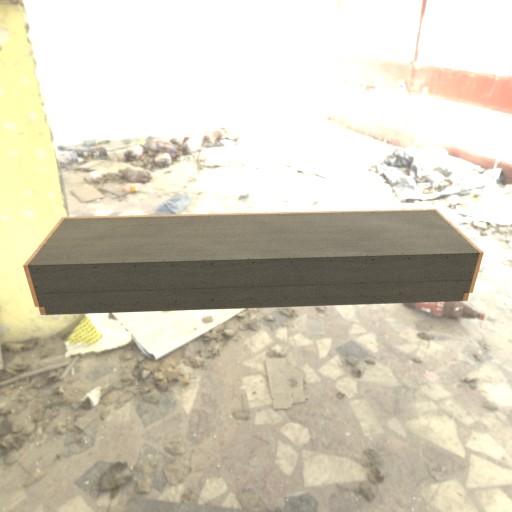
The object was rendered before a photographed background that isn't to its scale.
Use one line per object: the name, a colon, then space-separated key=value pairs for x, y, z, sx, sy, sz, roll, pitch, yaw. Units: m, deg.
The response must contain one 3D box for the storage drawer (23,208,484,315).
storage drawer: x=0.000 y=0.000 z=2.247 sx=2.032 sy=0.264 sz=0.538 roll=-2 pitch=29 yaw=-3
